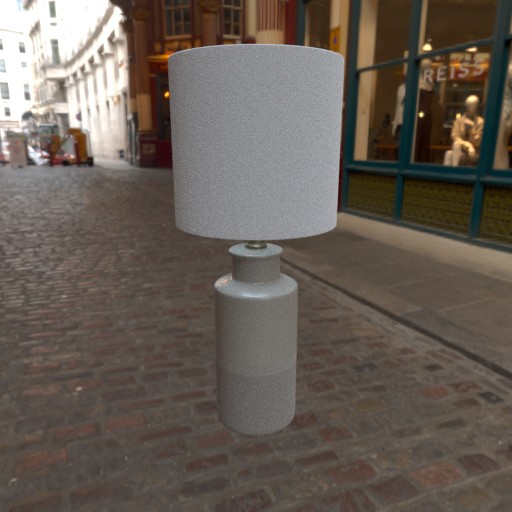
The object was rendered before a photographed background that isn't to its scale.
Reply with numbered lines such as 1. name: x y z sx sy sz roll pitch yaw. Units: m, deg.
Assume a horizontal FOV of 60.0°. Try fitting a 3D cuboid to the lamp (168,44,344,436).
1. lamp: 0.000 0.000 0.606 0.212 0.493 0.212 -7 17 -24
